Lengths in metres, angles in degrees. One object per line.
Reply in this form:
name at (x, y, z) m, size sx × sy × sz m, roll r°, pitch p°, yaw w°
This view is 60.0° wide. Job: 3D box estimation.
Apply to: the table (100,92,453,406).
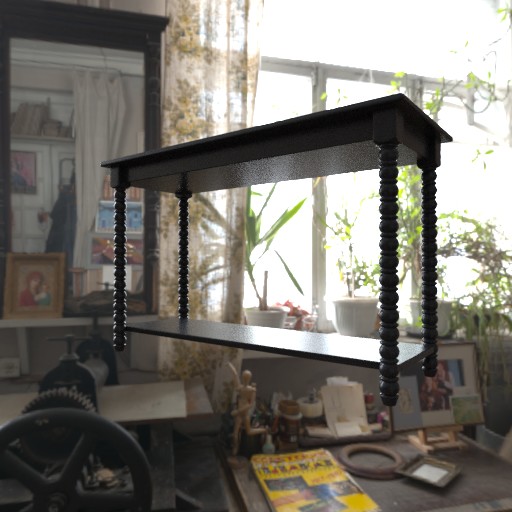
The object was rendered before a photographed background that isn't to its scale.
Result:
table at (0.000, 0.000, 1.536) m, size 1.184 × 0.735 × 0.459 m, roll -1°, pitch -1°, yaw 37°
